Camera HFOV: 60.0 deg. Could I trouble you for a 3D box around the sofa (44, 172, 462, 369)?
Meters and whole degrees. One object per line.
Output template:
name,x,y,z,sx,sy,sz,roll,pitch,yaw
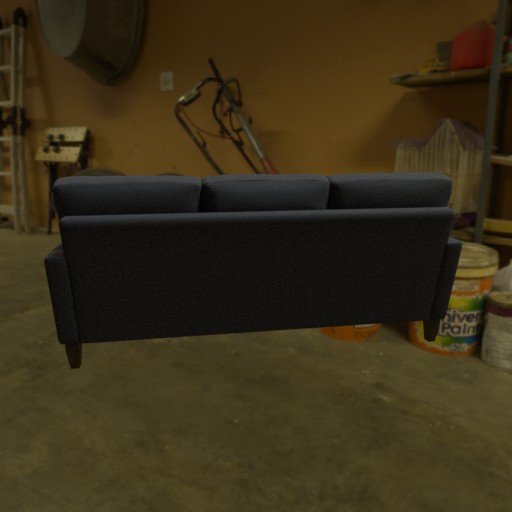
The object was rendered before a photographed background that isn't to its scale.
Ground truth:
sofa,0.000,0.000,2.611,2.115,0.984,0.888,-2,14,-9
